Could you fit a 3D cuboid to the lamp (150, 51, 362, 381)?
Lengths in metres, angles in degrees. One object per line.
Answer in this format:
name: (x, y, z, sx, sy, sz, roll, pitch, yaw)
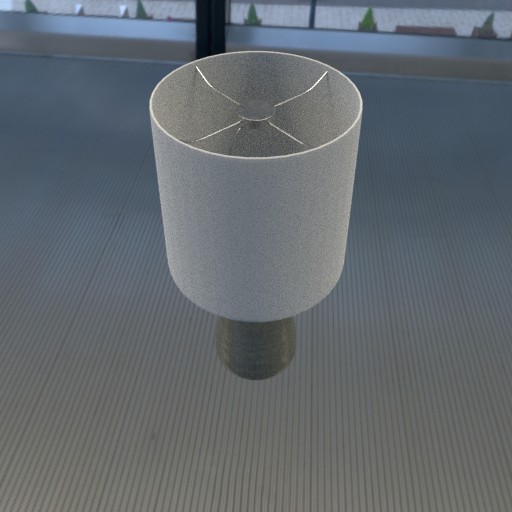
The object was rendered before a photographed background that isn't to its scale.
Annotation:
lamp: (0.000, 0.000, 0.481, 0.186, 0.369, 0.186, 0, 48, 0)
